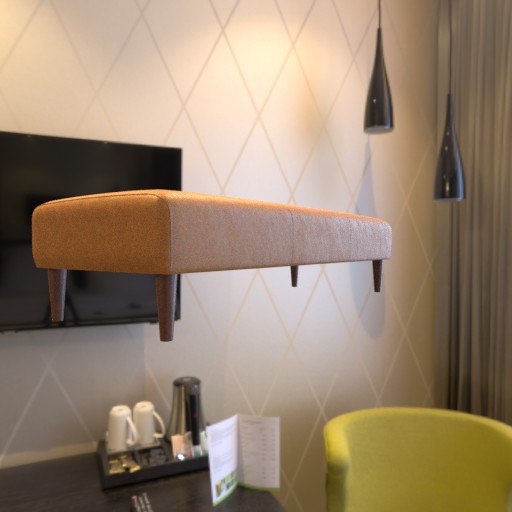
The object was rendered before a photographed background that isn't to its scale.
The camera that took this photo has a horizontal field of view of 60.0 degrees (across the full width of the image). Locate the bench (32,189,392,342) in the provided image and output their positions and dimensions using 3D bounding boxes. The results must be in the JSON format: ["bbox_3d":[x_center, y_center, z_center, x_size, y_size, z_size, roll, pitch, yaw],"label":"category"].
[{"bbox_3d":[0.000,0.000,1.879,0.653,0.399,1.610,1,2,36],"label":"bench"}]
